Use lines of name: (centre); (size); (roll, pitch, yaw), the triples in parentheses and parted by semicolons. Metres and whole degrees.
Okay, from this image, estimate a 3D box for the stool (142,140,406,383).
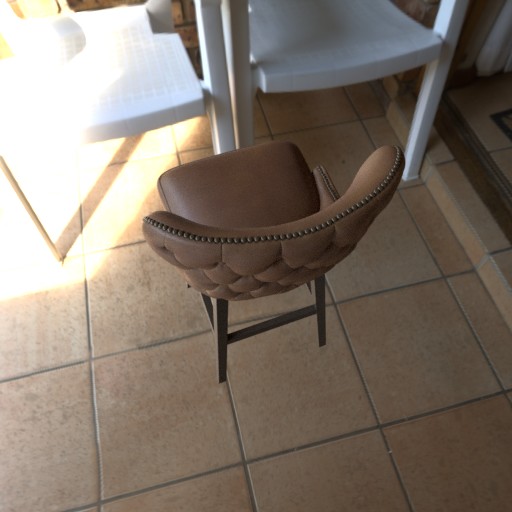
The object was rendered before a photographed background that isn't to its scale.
stool: (0.000, 0.000, 1.433); (0.591, 1.087, 0.606); (-18, 61, -10)
